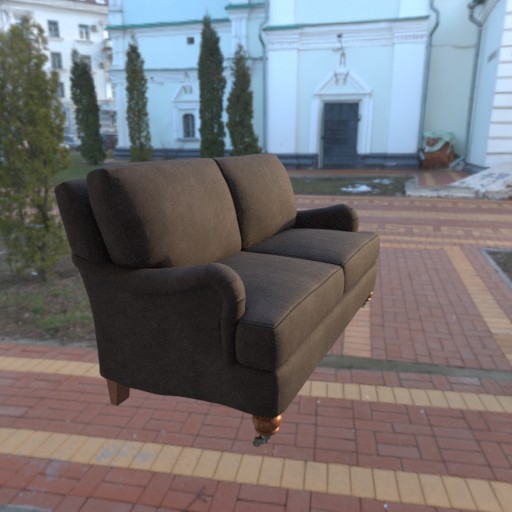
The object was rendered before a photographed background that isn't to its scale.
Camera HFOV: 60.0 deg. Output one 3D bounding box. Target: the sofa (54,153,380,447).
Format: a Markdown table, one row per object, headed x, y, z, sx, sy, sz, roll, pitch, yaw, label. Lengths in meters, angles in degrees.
| x | y | z | sx | sy | sz | roll | pitch | yaw | label |
| --- | --- | --- | --- | --- | --- | --- | --- | --- | --- |
| 0.000 | 0.000 | 2.539 | 1.084 | 1.101 | 1.853 | 7 | 17 | 26 | sofa |
